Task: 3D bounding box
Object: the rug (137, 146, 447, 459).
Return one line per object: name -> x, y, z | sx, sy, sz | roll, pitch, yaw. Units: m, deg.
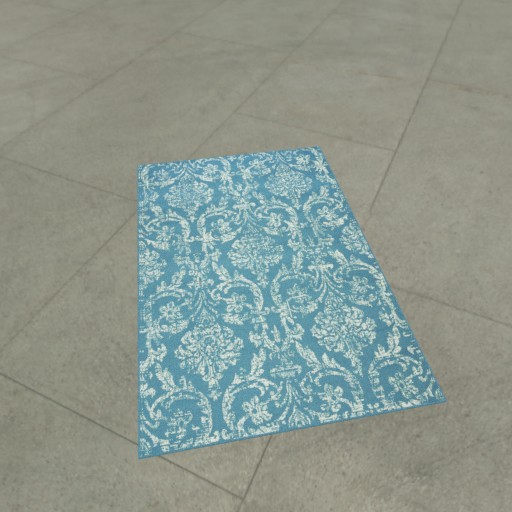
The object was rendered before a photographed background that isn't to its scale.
rug -> 0.000, 0.000, 3.453 | 1.816, 0.018, 2.746 | -8, 48, -7
